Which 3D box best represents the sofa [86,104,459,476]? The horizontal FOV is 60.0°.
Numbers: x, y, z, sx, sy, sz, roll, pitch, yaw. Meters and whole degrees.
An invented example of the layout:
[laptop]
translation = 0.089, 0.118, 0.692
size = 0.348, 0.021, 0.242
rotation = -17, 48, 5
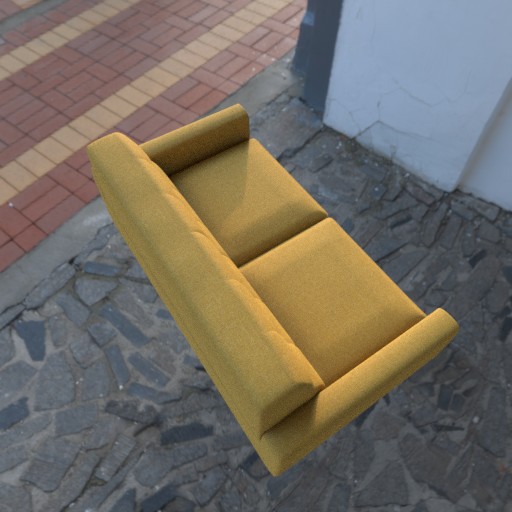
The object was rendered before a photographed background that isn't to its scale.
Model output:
[sofa]
translation = 0.000, 0.000, 2.098
size = 0.909, 0.841, 1.631
rotation = -30, 62, -18
